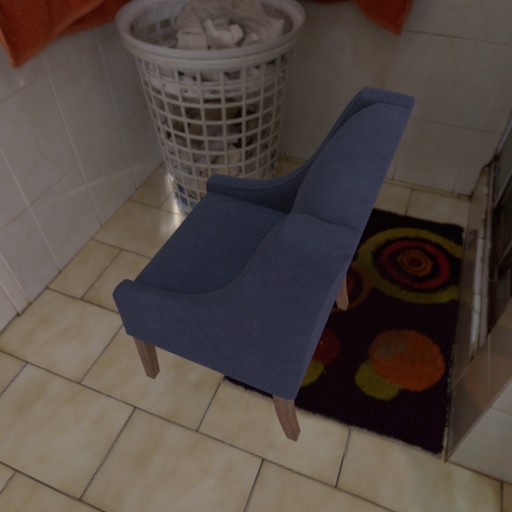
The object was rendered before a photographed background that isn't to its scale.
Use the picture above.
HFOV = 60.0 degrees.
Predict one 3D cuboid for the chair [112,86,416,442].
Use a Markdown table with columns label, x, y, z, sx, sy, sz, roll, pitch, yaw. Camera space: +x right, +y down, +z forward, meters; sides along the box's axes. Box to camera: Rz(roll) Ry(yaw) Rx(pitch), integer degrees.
| label | x | y | z | sx | sy | sz | roll | pitch | yaw |
| --- | --- | --- | --- | --- | --- | --- | --- | --- | --- |
| chair | 0.000 | 0.000 | 1.340 | 0.629 | 0.895 | 0.629 | 18 | 49 | 16 |
